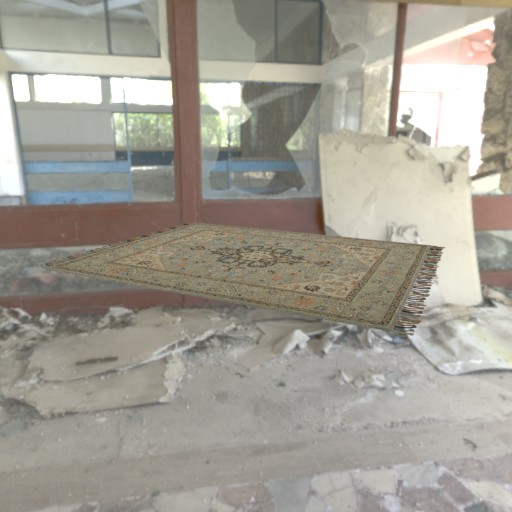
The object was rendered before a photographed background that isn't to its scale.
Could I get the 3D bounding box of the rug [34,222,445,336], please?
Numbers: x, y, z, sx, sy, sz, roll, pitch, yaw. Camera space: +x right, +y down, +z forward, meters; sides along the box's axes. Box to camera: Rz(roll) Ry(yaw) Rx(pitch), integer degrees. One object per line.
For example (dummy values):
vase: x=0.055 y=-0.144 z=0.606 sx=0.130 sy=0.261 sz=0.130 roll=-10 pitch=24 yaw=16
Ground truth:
rug: x=0.000 y=0.000 z=3.508 sx=2.651 sy=0.010 sz=1.971 roll=7 pitch=17 yaw=25
